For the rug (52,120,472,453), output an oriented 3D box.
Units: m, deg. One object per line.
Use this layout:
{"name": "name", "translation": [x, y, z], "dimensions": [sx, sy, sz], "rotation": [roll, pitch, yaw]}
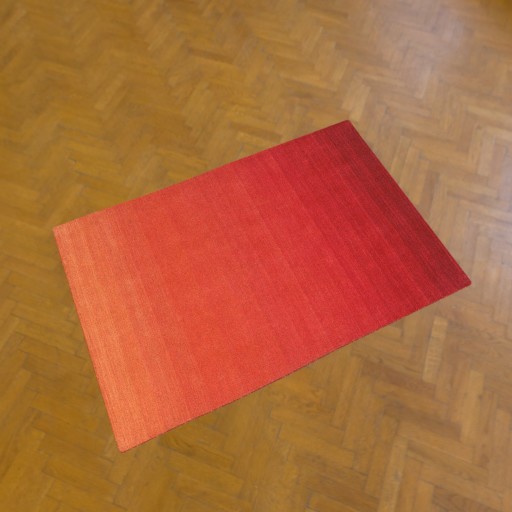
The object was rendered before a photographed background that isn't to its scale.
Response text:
{"name": "rug", "translation": [0.000, 0.000, 2.293], "dimensions": [1.835, 0.018, 1.230], "rotation": [-23, 65, -11]}
